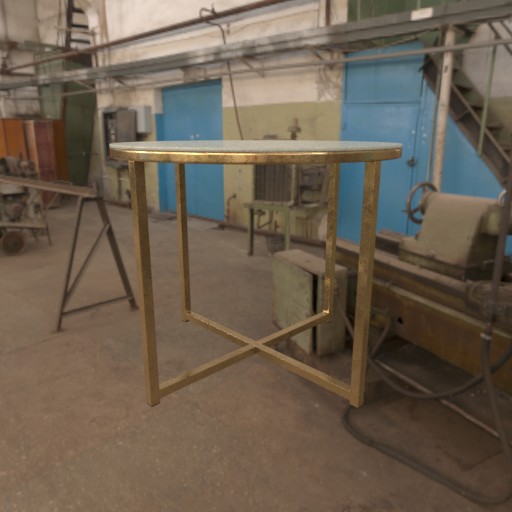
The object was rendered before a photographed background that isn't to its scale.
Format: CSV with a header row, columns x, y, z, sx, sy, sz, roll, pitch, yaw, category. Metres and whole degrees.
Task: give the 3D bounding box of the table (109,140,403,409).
x,y,z,sx,sy,sz,roll,pitch,yaw,category
0.000,0.000,0.849,0.500,0.420,0.500,0,16,0,table
